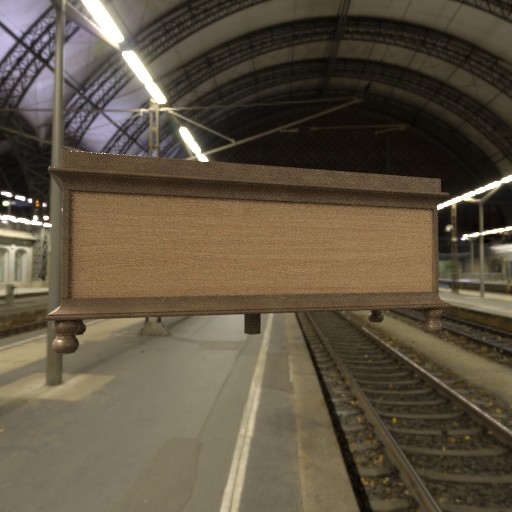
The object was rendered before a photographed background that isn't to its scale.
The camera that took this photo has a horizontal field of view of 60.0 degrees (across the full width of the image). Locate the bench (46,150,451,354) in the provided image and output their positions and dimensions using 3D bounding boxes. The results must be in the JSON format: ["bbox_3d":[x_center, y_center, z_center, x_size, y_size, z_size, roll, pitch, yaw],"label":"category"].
[{"bbox_3d":[0.000,0.000,1.436,1.185,0.501,0.402,1,-2,-18],"label":"bench"}]
